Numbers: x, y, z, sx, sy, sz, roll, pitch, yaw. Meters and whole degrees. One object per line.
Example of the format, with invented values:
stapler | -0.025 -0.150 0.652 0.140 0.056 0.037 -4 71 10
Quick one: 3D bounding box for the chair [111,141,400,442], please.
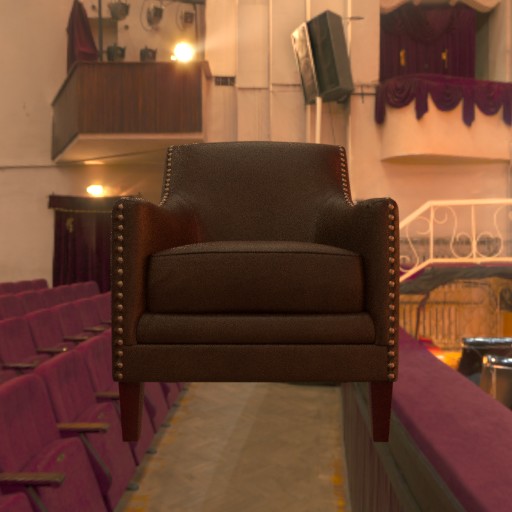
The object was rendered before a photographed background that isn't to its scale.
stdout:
chair | 0.000 0.000 1.289 0.639 0.813 0.704 0 0 0
